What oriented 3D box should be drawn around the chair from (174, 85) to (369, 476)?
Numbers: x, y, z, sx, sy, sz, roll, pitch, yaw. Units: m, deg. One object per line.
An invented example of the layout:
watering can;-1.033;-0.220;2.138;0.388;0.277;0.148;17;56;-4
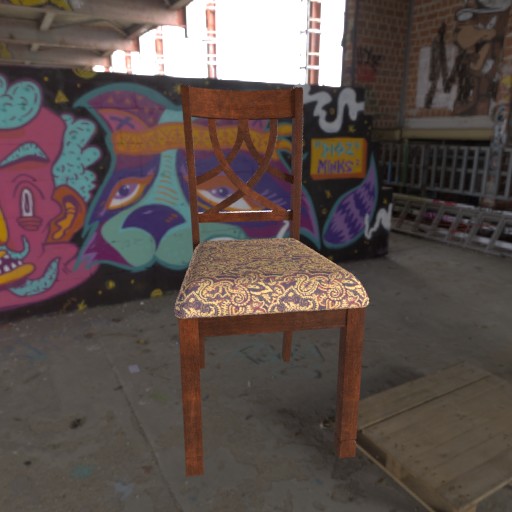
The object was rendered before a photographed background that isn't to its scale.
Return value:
chair;0.000;0.000;1.267;0.457;0.965;0.584;-2;15;-9
